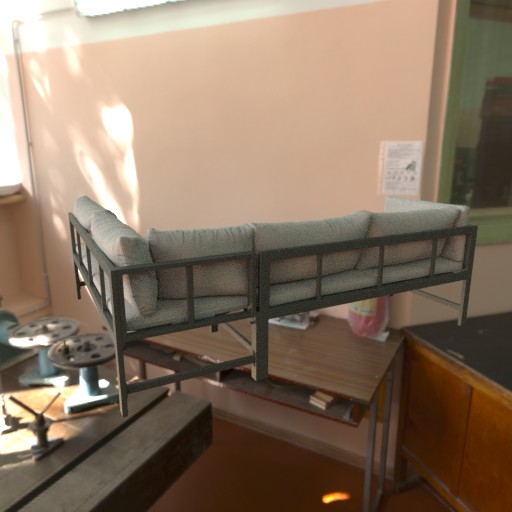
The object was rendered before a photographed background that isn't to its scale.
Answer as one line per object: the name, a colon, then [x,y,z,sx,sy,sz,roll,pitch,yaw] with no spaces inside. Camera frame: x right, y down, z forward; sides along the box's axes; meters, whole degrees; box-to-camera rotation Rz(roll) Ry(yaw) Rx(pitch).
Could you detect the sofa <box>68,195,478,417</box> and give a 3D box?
sofa: [0.000,0.000,2.913,2.096,0.758,1.658,-7,16,-27]
